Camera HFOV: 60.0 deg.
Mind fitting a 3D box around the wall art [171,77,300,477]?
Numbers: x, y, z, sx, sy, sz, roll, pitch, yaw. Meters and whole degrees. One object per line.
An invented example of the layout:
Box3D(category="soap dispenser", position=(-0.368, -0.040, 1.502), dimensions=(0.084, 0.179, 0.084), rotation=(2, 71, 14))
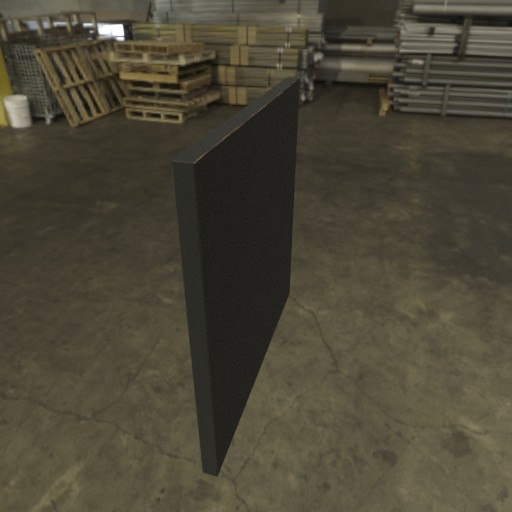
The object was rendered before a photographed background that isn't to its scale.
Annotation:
Box3D(category="wall art", position=(0.000, 0.000, 1.159), dimensions=(0.038, 0.762, 0.762), rotation=(9, 32, 14))
